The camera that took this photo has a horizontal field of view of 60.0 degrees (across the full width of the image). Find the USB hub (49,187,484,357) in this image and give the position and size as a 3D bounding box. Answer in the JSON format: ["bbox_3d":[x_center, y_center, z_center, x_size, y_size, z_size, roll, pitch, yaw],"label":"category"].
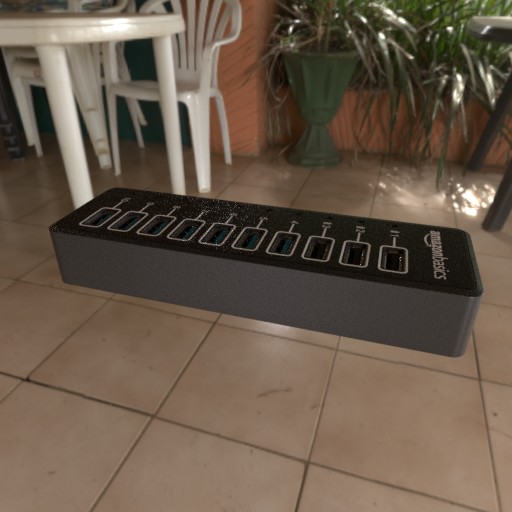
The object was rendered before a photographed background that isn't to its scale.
[{"bbox_3d":[0.000,0.000,0.163,0.145,0.023,0.044,9,31,15],"label":"USB hub"}]
